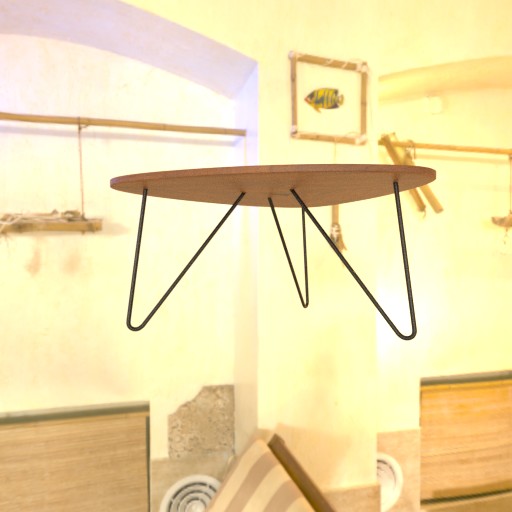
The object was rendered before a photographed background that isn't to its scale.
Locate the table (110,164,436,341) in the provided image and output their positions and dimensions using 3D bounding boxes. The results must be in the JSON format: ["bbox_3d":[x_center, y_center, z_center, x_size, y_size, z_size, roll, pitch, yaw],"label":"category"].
[{"bbox_3d":[0.000,0.000,1.315,0.821,0.413,0.833,0,1,-16],"label":"table"}]
